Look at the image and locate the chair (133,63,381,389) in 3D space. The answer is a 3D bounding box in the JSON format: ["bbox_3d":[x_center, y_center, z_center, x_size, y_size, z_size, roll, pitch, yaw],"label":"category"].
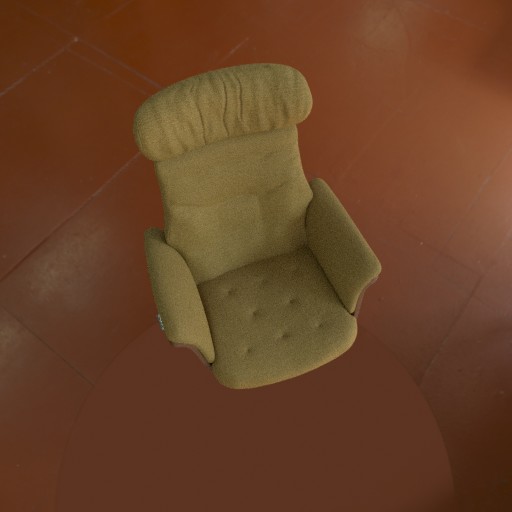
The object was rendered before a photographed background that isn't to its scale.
[{"bbox_3d":[0.000,0.000,1.587,0.785,0.995,0.837,-17,65,-8],"label":"chair"}]
